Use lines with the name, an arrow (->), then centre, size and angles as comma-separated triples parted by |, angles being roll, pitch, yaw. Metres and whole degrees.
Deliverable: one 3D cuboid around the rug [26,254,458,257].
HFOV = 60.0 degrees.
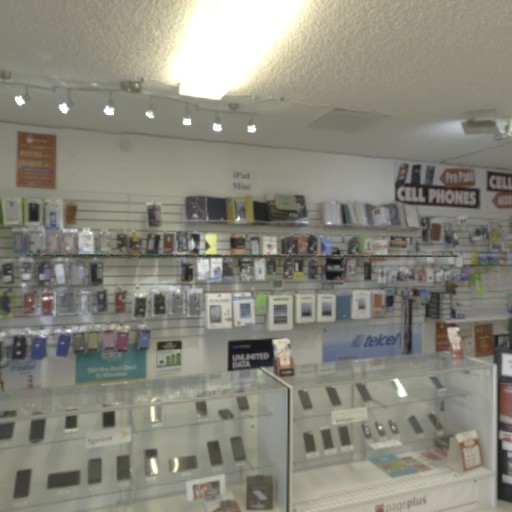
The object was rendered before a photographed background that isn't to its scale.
rug -> 0.000, 0.000, 2.558 | 2.286, 0.013, 0.686 | 0, 0, -18
